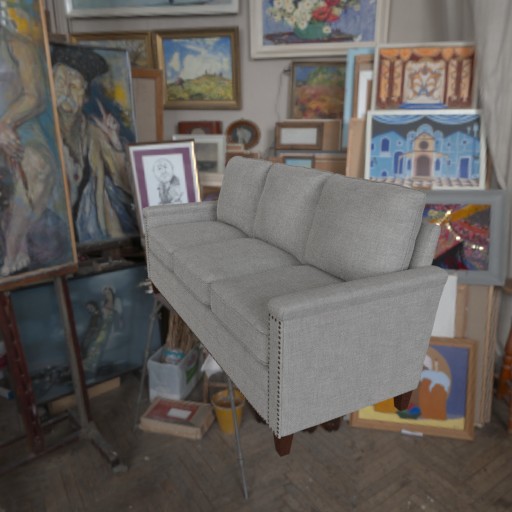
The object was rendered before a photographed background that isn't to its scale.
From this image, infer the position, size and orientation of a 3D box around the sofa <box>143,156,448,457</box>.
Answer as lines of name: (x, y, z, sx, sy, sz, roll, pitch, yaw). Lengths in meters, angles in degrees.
sofa: (0.000, 0.000, 2.457, 0.828, 0.959, 1.925, -9, 19, -26)
